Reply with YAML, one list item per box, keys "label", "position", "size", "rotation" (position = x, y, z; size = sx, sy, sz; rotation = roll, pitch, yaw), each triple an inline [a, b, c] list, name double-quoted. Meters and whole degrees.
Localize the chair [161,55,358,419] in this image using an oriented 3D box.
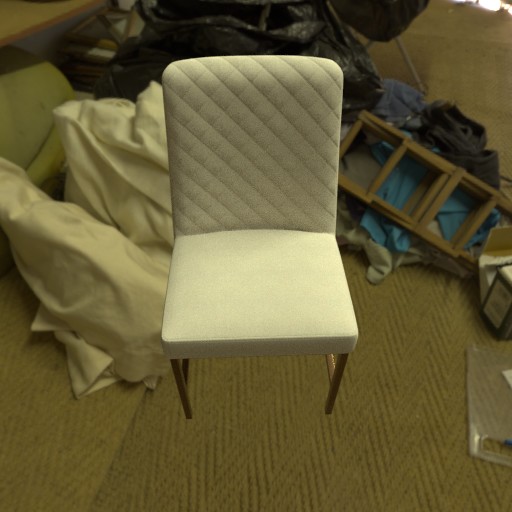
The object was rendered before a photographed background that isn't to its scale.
- label: "chair"
  position: [0.000, 0.000, 1.301]
  size: [0.503, 0.933, 0.597]
  rotation: [-1, 47, -1]
